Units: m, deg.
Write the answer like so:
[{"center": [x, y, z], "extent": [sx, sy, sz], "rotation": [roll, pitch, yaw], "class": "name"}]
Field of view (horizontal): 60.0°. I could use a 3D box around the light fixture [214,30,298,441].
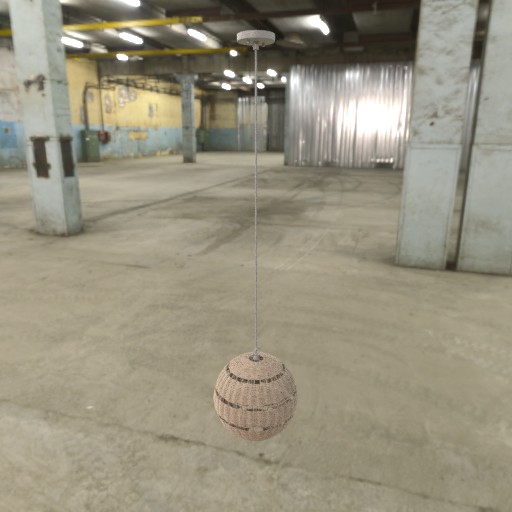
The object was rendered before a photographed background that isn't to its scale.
[{"center": [0.000, 0.000, 2.212], "extent": [0.457, 2.019, 0.457], "rotation": [-14, 20, -43], "class": "light fixture"}]
